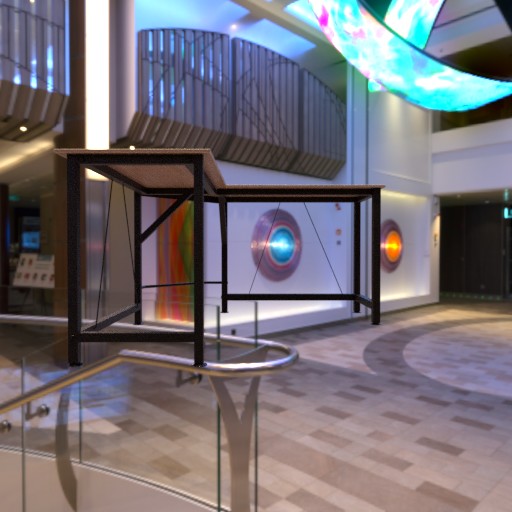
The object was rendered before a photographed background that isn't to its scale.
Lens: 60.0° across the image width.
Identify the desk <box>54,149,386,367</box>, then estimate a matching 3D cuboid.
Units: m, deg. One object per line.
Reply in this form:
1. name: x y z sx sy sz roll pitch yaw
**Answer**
1. desk: 0.000 0.000 2.239 1.400 0.762 1.400 0 1 0
